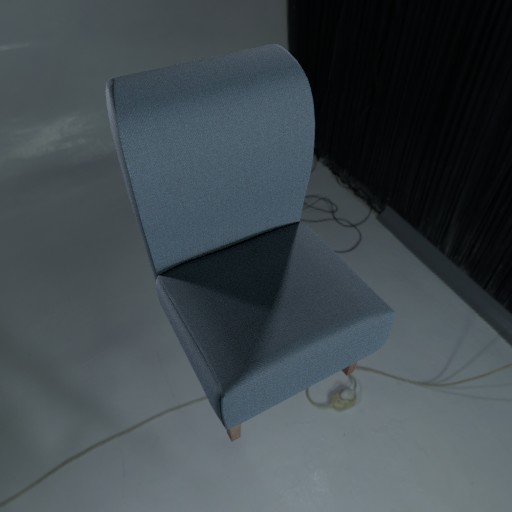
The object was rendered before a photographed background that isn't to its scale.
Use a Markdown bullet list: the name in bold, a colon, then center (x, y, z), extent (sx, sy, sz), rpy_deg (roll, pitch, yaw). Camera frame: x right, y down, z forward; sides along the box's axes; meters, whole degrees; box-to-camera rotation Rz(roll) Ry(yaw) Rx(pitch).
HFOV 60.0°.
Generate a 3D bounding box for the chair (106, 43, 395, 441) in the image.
- **chair**: center (0.000, 0.000, 1.147), extent (0.513, 0.804, 0.592), rpy_deg (-23, 50, -21)
